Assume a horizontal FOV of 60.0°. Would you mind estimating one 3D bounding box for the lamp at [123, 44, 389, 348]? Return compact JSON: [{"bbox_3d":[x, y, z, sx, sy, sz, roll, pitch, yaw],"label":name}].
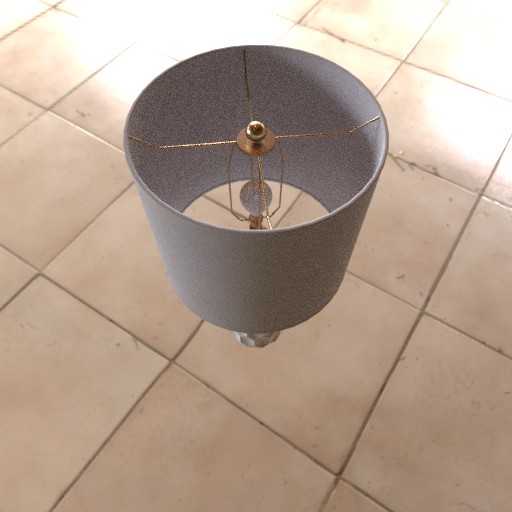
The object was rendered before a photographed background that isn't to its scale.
[{"bbox_3d":[0.000,0.000,0.695,0.277,0.537,0.277,28,63,16],"label":"lamp"}]
